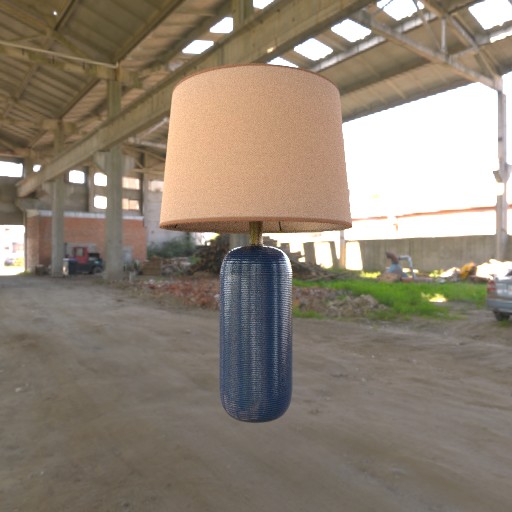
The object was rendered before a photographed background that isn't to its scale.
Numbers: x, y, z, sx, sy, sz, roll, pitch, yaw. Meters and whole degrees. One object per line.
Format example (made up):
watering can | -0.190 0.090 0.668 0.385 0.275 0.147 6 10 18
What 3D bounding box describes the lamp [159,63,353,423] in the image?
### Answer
lamp | 0.000 0.000 0.860 0.367 0.609 0.367 0 0 0
